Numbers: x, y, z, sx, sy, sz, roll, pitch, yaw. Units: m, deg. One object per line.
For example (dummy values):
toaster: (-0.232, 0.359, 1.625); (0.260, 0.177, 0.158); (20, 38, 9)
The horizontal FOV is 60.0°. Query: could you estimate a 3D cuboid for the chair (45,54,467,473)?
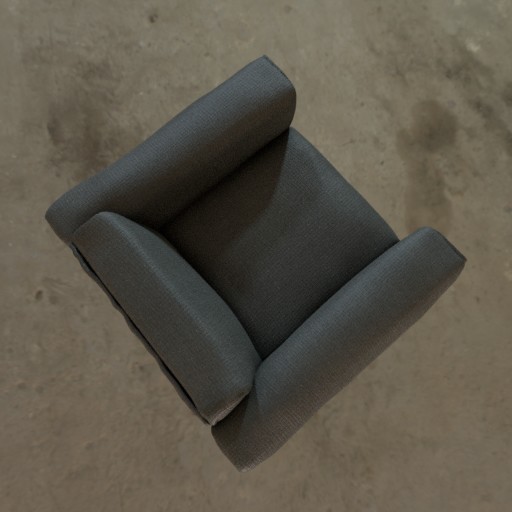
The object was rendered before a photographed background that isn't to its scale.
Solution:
chair: (0.000, 0.000, 1.639); (0.969, 0.646, 1.056); (-39, 79, -9)
